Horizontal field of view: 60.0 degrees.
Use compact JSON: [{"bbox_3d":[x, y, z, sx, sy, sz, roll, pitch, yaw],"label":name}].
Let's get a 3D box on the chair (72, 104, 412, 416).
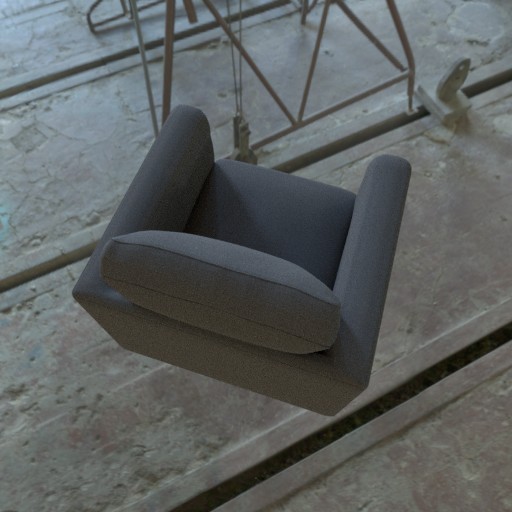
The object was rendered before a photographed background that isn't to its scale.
[{"bbox_3d":[0.000,0.000,1.548,0.854,0.927,0.800,16,65,8],"label":"chair"}]
